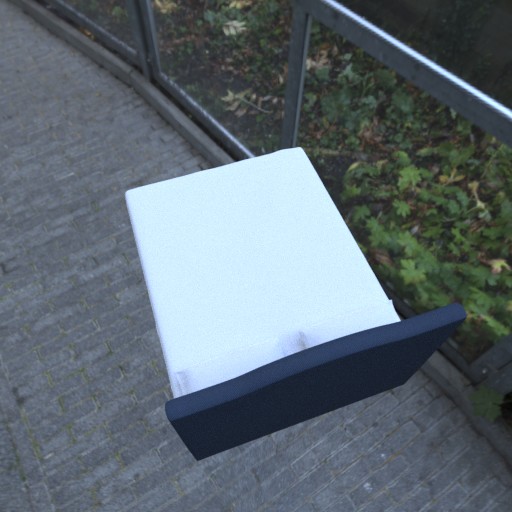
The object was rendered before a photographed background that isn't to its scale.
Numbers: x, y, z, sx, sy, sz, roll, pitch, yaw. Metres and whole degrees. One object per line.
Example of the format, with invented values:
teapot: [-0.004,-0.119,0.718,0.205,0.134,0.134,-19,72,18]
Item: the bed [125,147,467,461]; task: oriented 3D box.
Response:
bed: [0.000,0.000,3.403,1.821,1.436,2.282,-16,59,-10]
